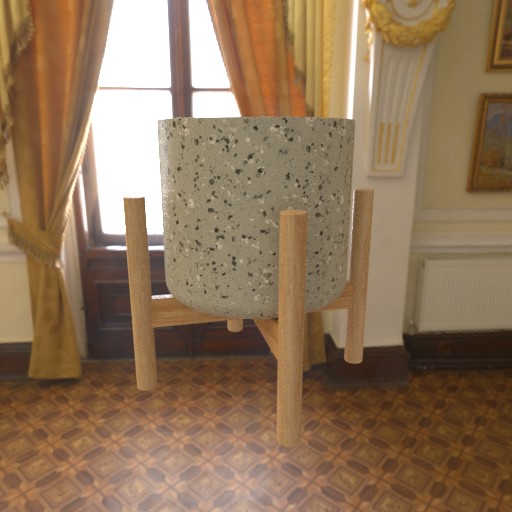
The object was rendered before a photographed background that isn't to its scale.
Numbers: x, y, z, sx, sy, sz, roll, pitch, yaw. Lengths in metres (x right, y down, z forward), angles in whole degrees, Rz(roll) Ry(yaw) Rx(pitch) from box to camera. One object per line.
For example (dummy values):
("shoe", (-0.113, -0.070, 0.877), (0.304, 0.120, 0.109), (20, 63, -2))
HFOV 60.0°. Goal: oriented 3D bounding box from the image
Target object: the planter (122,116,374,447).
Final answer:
("planter", (0.000, 0.000, 0.548), (0.284, 0.320, 0.284), (2, 15, 8))
